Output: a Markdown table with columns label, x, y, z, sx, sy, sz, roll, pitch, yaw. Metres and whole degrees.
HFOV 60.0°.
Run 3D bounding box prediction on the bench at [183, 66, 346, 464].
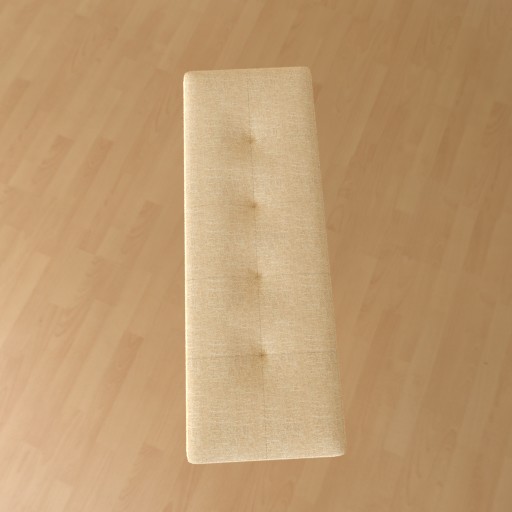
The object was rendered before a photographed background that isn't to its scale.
| label | x | y | z | sx | sy | sz | roll | pitch | yaw |
| --- | --- | --- | --- | --- | --- | --- | --- | --- | --- |
| bench | 0.000 | 0.000 | 1.497 | 0.432 | 0.406 | 1.219 | -3 | 75 | -1 |
